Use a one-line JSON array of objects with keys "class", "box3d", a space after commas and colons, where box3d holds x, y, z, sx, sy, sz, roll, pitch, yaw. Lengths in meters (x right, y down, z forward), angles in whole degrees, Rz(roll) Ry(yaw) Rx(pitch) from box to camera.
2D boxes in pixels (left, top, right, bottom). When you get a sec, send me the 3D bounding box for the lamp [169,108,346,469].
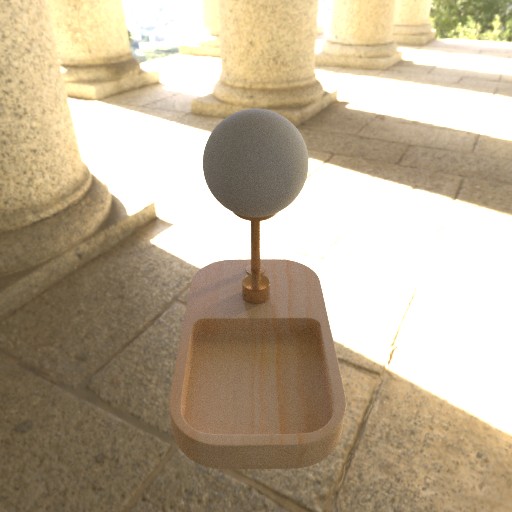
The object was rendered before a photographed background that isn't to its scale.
[{"class": "lamp", "box3d": [0.000, 0.000, 0.475, 0.173, 0.253, 0.331, 0, 33, 0]}]
